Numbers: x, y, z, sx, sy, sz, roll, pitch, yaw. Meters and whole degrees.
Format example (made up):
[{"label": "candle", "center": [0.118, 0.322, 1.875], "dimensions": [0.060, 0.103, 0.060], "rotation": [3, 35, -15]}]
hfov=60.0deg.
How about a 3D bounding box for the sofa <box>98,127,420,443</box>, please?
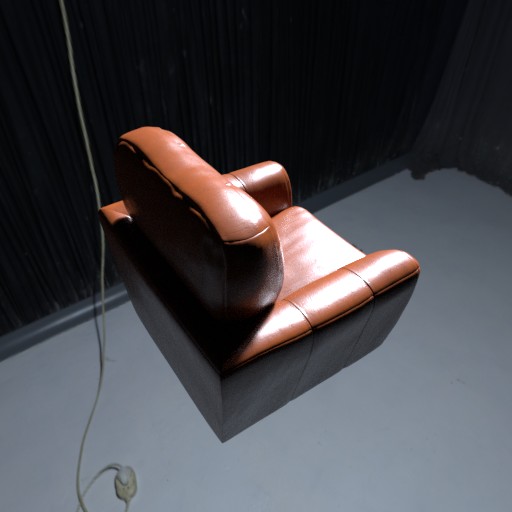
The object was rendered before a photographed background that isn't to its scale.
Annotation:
[{"label": "sofa", "center": [0.000, 0.000, 1.526], "dimensions": [0.789, 0.876, 0.836], "rotation": [-25, 48, -25]}]
